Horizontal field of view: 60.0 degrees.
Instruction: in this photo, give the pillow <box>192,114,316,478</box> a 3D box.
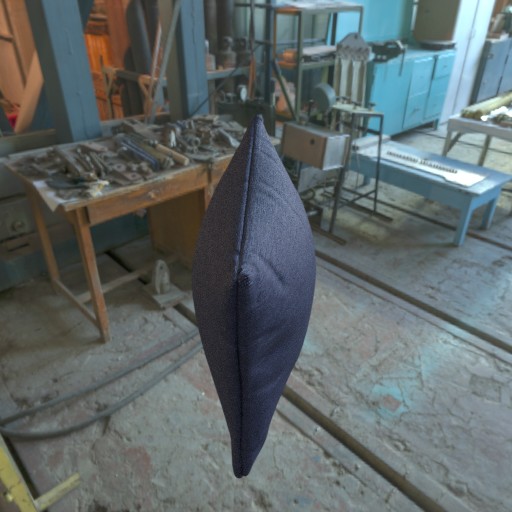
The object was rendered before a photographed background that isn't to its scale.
[{"bbox_3d":[0.000,0.000,0.792,0.210,0.338,0.633,1,32,1],"label":"pillow"}]
